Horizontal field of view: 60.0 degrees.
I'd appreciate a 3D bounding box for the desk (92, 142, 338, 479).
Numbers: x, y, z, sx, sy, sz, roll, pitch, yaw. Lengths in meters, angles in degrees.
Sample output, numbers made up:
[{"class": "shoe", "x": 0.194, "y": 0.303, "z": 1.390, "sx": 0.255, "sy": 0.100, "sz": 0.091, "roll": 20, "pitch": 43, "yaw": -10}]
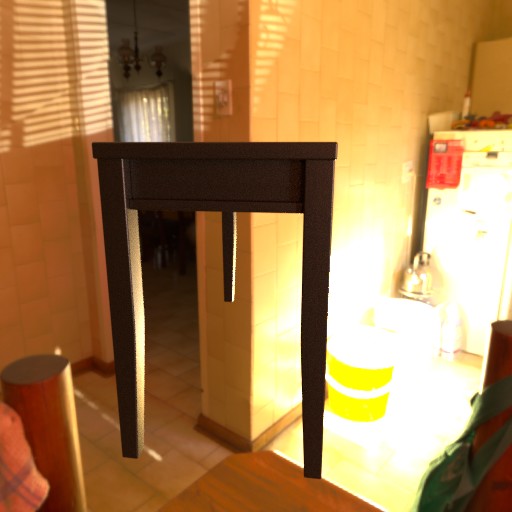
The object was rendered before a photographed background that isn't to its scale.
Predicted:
[{"class": "desk", "x": 0.000, "y": 0.000, "z": 1.566, "sx": 0.508, "sy": 0.775, "sz": 1.220, "roll": 2, "pitch": 14, "yaw": 9}]
